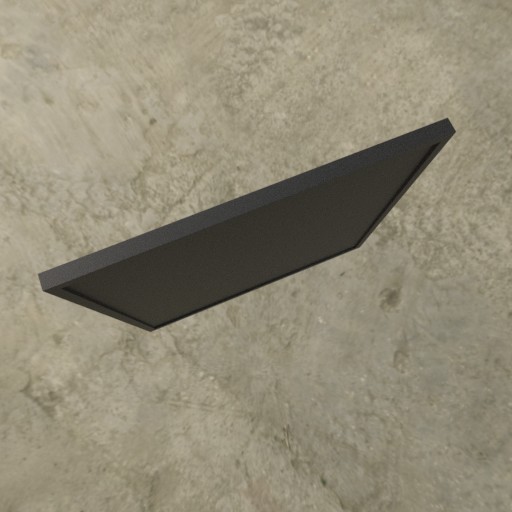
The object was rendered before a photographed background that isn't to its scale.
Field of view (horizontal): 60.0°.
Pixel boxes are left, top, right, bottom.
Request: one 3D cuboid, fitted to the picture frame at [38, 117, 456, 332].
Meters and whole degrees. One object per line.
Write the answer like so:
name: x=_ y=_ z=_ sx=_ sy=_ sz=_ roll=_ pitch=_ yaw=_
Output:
picture frame: x=0.000 y=0.000 z=1.147 sx=0.775 sy=0.775 sz=0.032 roll=-22 pitch=76 yaw=-6
